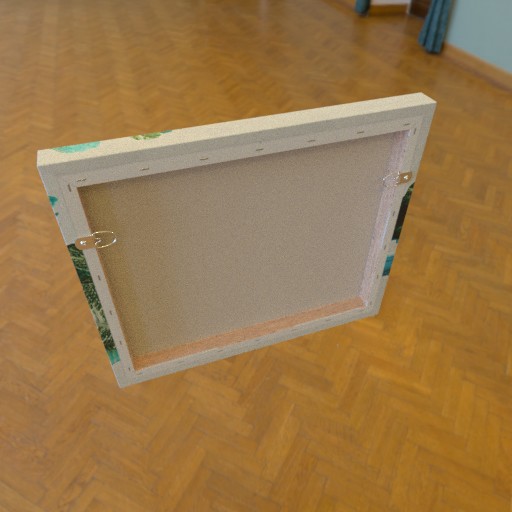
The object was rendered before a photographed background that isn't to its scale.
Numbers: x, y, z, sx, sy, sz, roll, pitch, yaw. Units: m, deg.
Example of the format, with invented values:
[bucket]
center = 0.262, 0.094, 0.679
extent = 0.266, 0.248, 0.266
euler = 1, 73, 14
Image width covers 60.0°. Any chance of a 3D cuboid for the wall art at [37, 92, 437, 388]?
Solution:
[wall art]
center = 0.000, 0.000, 0.692
extent = 0.507, 0.435, 0.041
euler = -13, 43, -14
